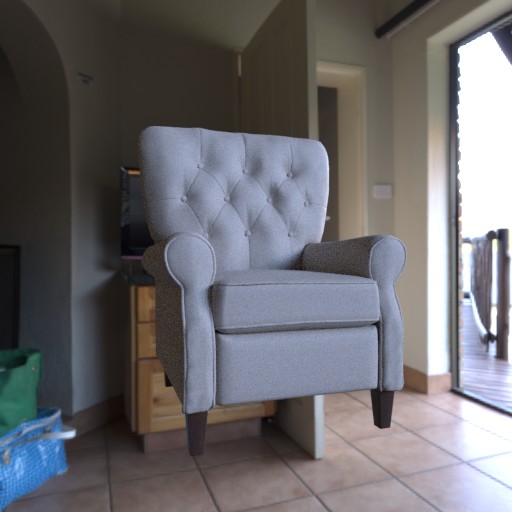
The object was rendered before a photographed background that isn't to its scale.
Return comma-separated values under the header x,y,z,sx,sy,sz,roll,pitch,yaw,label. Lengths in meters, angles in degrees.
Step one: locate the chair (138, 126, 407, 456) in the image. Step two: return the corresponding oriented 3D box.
x,y,z,sx,sy,sz,roll,pitch,yaw,label
0.000,0.000,1.884,0.942,1.209,1.025,0,0,-18,chair
